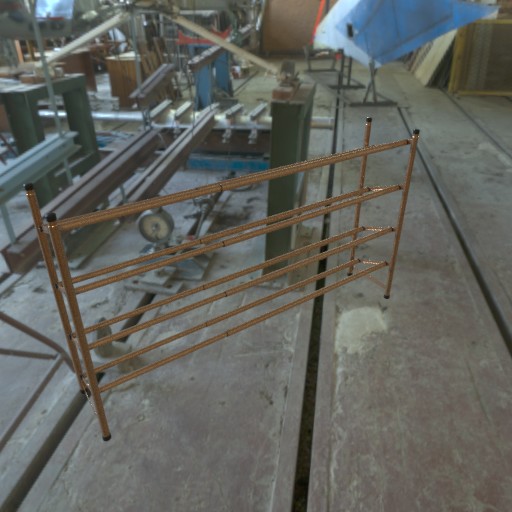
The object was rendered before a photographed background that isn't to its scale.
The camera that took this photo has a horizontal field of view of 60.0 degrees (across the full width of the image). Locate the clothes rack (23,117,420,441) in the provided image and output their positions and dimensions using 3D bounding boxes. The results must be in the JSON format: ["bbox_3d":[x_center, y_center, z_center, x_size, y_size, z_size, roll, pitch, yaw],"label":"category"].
[{"bbox_3d":[0.000,0.000,1.405,1.168,0.672,0.229,-19,35,-30],"label":"clothes rack"}]
